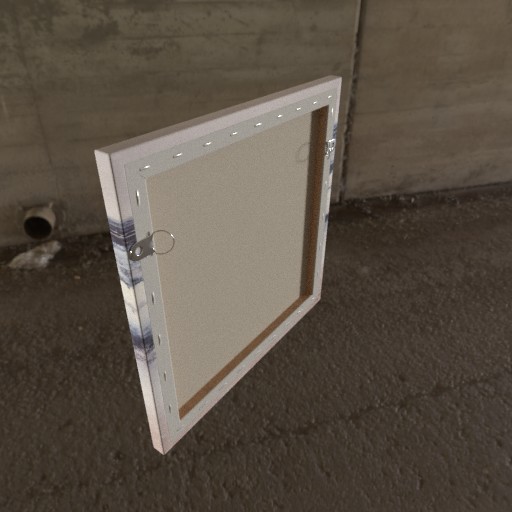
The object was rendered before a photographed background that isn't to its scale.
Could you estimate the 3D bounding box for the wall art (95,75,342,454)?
[{"bbox_3d":[0.000,0.000,1.122,0.065,0.747,0.755,22,38,30],"label":"wall art"}]
